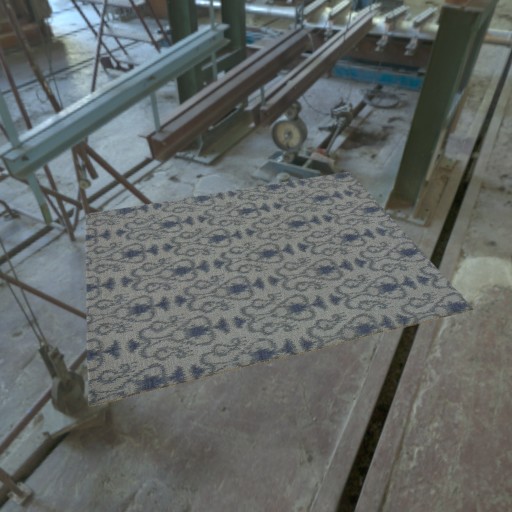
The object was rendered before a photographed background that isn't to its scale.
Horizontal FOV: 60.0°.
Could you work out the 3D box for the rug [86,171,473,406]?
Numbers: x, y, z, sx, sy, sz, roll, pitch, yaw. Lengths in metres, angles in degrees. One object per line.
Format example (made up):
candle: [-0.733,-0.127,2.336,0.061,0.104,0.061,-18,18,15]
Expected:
rug: [0.000,0.000,4.351,3.205,0.015,2.437,-11,42,-13]
